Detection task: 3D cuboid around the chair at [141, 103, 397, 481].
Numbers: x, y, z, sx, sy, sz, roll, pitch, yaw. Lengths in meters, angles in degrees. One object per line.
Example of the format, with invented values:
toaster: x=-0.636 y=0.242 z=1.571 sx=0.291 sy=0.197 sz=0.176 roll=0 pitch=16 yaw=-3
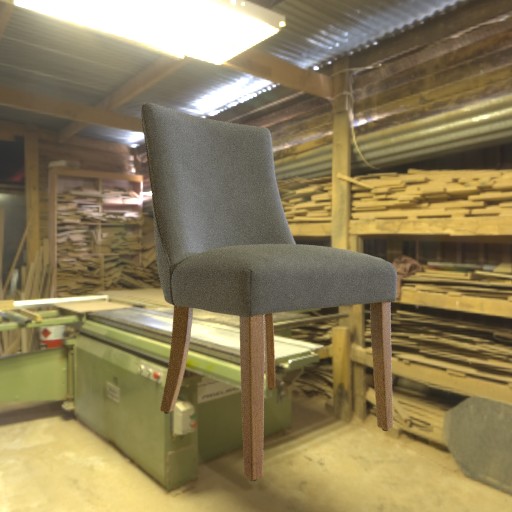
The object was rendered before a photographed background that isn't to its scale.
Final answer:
chair: x=0.000 y=0.000 z=1.243 sx=0.495 sy=0.902 sz=0.610 roll=0 pitch=0 yaw=-36
